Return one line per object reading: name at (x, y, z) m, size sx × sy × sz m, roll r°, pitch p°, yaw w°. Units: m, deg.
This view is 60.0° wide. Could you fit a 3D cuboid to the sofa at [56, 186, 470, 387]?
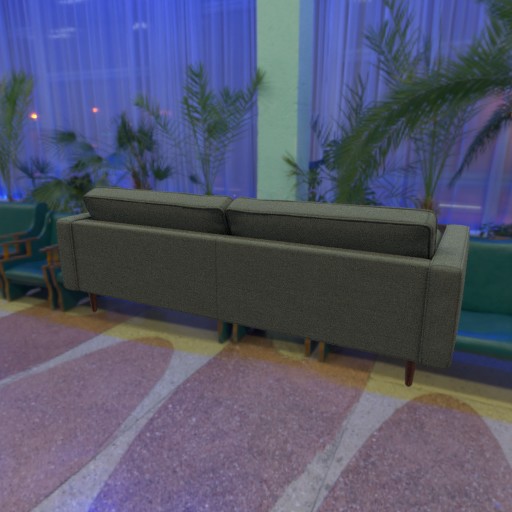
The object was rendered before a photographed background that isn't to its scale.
sofa at (0.000, 0.000, 2.565) m, size 2.198 × 0.762 × 0.914 m, roll 8°, pitch 17°, yaw 25°
